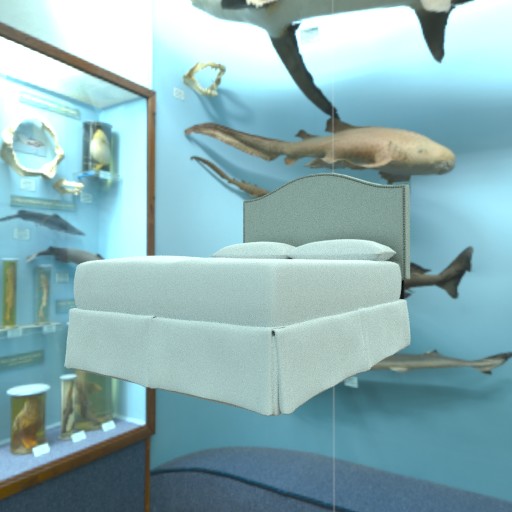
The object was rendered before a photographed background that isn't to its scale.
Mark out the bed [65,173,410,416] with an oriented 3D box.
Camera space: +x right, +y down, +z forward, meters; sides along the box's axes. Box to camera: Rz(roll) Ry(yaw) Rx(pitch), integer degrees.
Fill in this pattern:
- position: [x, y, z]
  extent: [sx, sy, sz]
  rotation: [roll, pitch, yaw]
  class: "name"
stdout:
- position: [0.000, 0.000, 3.433]
  extent: [1.813, 1.607, 2.180]
  rotation: [-1, -1, 35]
  class: "bed"
